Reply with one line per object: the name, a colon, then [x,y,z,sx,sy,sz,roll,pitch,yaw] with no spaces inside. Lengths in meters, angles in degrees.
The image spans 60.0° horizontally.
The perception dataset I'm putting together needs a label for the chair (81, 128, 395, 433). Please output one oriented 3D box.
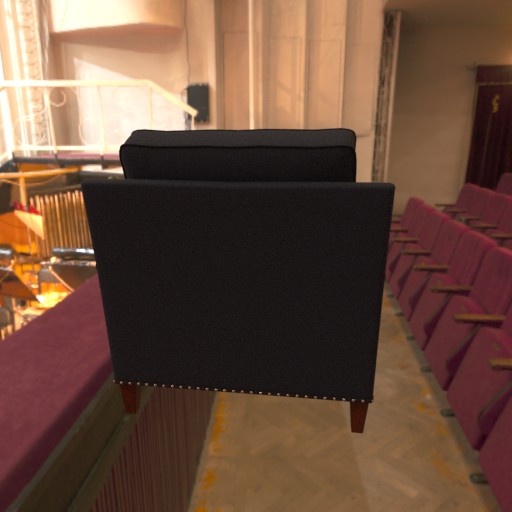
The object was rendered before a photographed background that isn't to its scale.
chair: [0.000,0.000,1.726,0.853,0.943,1.014,2,15,8]
